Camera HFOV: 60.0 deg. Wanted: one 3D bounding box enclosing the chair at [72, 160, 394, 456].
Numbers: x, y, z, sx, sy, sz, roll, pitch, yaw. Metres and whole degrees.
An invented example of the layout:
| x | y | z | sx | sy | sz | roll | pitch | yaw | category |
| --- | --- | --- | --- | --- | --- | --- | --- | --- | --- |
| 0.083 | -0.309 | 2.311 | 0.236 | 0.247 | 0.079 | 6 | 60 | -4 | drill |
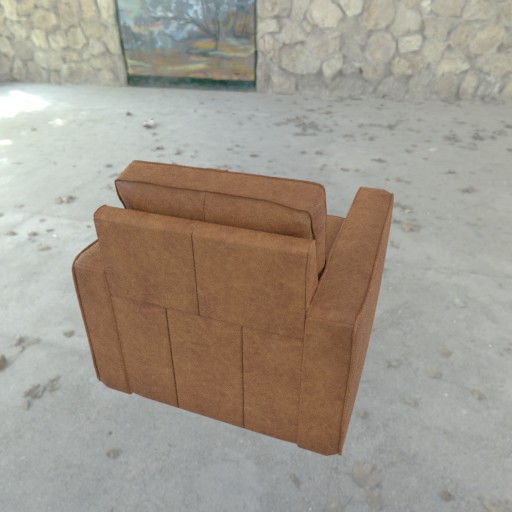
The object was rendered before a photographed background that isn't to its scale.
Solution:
| x | y | z | sx | sy | sz | roll | pitch | yaw | category |
| --- | --- | --- | --- | --- | --- | --- | --- | --- | --- |
| 0.000 | 0.000 | 1.750 | 0.987 | 0.901 | 1.027 | 9 | 32 | 15 | chair |
